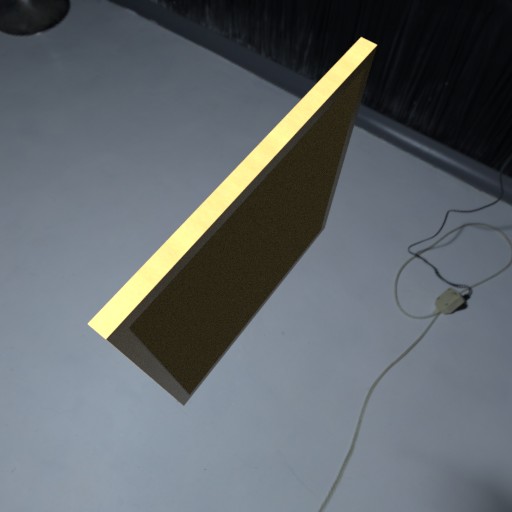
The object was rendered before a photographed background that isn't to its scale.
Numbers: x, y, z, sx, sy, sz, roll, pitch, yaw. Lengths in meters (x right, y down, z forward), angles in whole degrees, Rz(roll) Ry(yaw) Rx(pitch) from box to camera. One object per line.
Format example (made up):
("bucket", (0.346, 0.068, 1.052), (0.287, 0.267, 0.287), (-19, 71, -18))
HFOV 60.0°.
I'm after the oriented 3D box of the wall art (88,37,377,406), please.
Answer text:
("wall art", (0.000, 0.000, 2.835), (0.097, 1.936, 1.935), (34, 69, 15))
